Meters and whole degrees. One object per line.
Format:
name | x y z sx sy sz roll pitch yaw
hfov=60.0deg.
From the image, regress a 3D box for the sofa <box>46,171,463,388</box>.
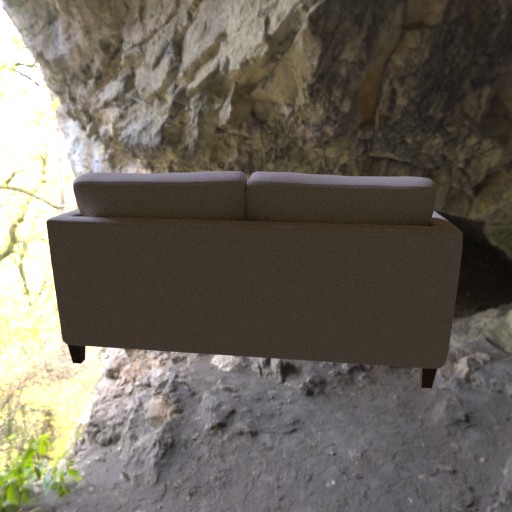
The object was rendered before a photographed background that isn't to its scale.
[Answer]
sofa | 0.000 0.000 2.248 1.722 0.888 0.873 2 16 7
